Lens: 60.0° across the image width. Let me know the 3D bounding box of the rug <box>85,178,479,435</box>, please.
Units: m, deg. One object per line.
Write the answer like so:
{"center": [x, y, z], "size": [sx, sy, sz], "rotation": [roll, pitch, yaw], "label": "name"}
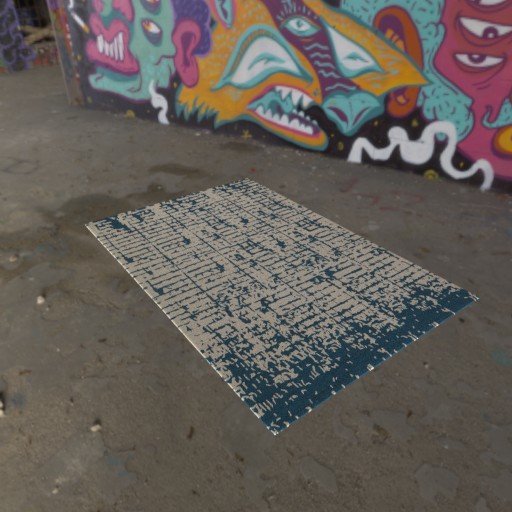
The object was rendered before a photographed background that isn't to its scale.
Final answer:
{"center": [0.000, 0.000, 2.364], "size": [1.220, 0.007, 1.828], "rotation": [-22, 38, -31], "label": "rug"}
